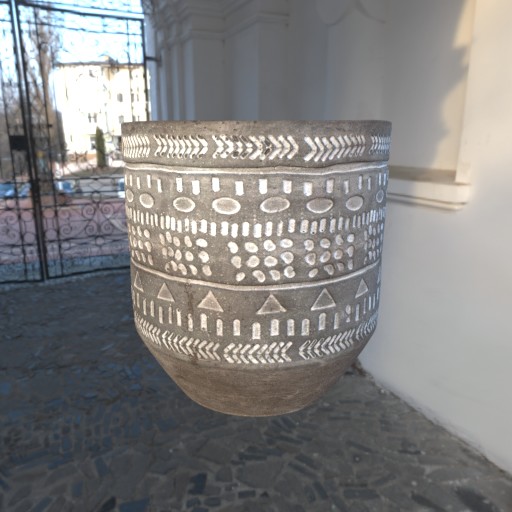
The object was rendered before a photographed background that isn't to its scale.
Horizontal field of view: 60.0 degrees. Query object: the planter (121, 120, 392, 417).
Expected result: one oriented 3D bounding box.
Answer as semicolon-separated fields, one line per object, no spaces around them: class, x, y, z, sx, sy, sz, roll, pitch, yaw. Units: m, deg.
planter;0.000;0.000;0.222;0.122;0.128;0.122;0;15;0
